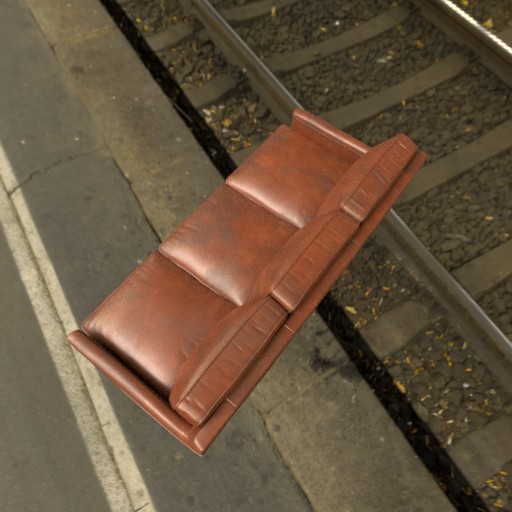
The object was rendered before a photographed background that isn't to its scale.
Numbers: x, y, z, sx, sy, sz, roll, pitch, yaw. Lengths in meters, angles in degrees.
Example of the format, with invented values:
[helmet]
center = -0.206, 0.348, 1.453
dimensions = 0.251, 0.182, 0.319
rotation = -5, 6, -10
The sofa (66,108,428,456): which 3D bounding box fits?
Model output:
[sofa]
center = 0.000, 0.000, 2.819
dimensions = 1.084, 1.003, 2.240
rotation = 34, 67, 17
